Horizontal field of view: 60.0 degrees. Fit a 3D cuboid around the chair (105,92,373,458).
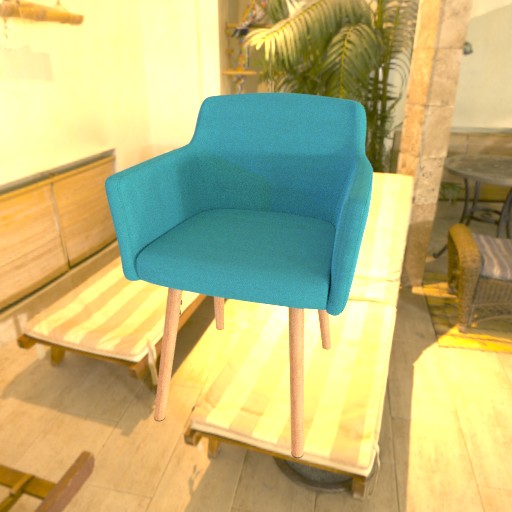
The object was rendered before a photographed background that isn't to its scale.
[{"bbox_3d":[0.000,0.000,1.183,0.570,0.780,0.540,8,26,16],"label":"chair"}]
